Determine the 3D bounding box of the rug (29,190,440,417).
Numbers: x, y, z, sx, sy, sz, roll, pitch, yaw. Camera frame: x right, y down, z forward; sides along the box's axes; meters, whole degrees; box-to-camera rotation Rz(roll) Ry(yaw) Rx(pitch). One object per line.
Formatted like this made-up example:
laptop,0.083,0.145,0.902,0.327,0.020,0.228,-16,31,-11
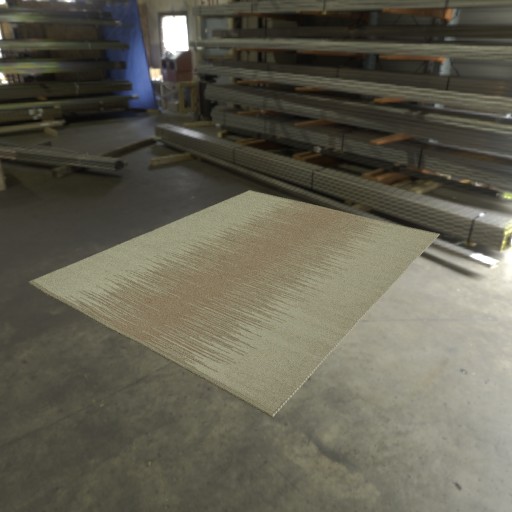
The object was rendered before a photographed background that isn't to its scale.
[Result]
rug,0.000,0.000,4.094,2.438,0.013,3.048,18,32,32
